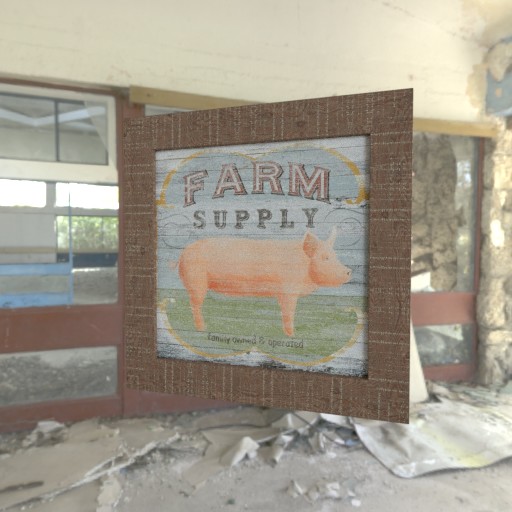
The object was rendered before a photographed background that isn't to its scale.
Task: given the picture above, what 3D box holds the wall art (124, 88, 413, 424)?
[{"bbox_3d":[0.000,0.000,0.804,0.531,0.531,0.040,1,2,19],"label":"wall art"}]
